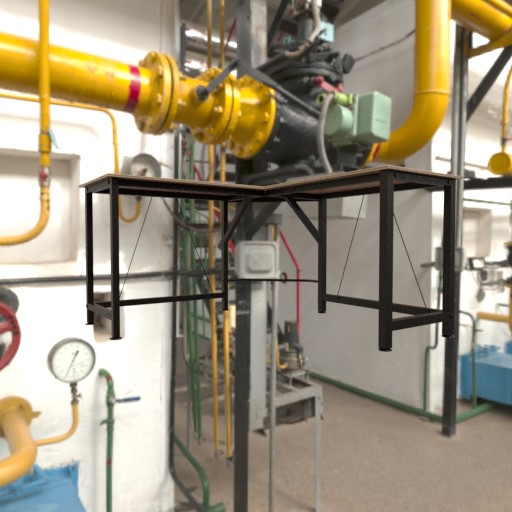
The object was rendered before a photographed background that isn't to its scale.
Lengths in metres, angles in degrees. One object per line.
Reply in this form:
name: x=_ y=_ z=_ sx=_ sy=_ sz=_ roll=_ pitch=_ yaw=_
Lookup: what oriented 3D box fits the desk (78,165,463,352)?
desk: x=0.000 y=0.000 z=2.272 sx=1.400 sy=0.762 sz=1.400 roll=-1 pitch=2 yaw=-35
